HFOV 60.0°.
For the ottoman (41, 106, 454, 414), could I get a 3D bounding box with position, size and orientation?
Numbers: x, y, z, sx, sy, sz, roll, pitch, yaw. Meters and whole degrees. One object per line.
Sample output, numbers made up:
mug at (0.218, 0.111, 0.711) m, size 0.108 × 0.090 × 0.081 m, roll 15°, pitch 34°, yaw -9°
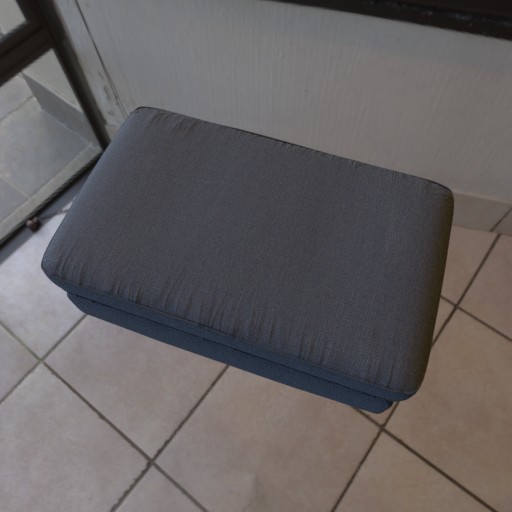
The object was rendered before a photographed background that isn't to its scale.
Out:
ottoman at (0.000, 0.000, 1.203) m, size 0.885 × 0.438 × 0.570 m, roll 17°, pitch 65°, yaw 8°
